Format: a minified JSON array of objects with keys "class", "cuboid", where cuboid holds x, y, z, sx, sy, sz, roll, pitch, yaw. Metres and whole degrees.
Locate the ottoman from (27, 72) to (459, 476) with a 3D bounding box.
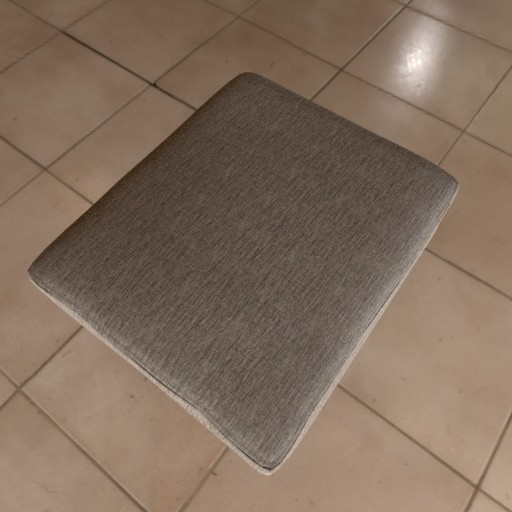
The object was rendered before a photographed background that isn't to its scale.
[{"class":"ottoman","cuboid":[0.000,0.000,1.411,0.839,0.492,0.994,33,67,16]}]
